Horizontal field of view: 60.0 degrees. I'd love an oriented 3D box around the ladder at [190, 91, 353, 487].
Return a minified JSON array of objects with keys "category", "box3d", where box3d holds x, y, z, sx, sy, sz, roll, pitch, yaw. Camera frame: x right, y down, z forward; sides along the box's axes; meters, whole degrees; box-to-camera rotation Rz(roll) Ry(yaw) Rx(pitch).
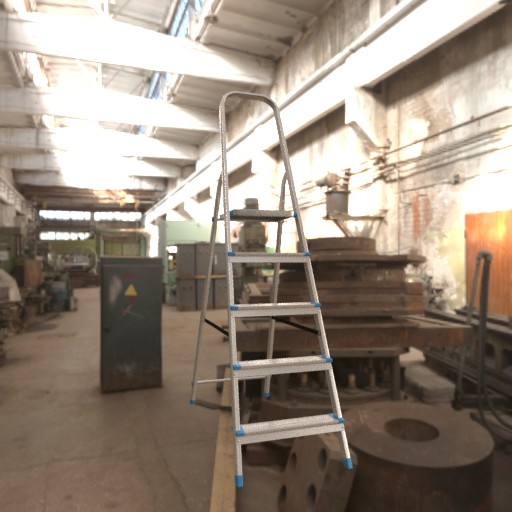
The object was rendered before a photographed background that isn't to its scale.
[{"category":"ladder","box3d":[0.000,0.000,2.117,0.468,1.648,0.990,0,-1,-18]}]
